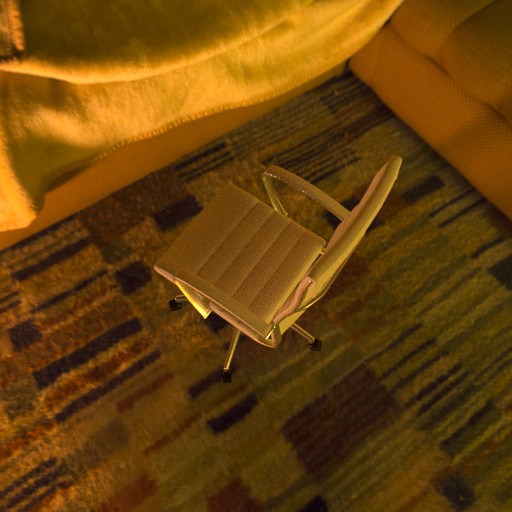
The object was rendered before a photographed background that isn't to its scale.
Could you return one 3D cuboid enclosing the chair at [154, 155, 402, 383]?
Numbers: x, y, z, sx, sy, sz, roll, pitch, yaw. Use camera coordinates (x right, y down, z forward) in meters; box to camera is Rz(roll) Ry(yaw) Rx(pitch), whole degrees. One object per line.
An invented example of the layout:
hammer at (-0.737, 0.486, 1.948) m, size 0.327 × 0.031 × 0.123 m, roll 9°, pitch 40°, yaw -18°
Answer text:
chair at (0.000, 0.000, 1.676) m, size 0.739 × 1.149 × 0.766 m, roll 32°, pitch 67°, yaw 15°
